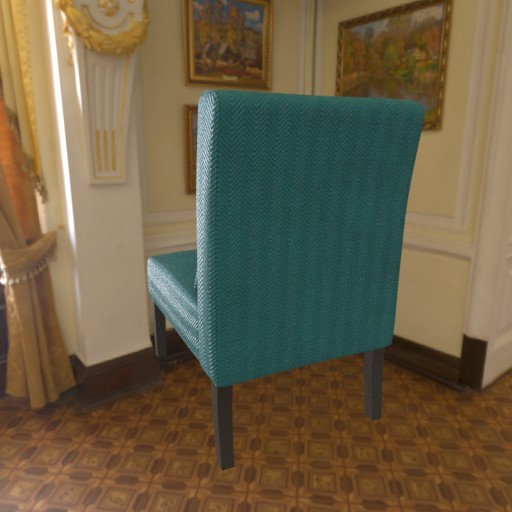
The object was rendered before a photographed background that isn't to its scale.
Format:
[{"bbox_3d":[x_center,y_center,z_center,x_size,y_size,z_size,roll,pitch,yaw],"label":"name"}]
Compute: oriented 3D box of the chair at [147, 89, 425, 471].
[{"bbox_3d":[0.000,0.000,1.440,0.579,0.927,0.808,-7,16,-25],"label":"chair"}]
